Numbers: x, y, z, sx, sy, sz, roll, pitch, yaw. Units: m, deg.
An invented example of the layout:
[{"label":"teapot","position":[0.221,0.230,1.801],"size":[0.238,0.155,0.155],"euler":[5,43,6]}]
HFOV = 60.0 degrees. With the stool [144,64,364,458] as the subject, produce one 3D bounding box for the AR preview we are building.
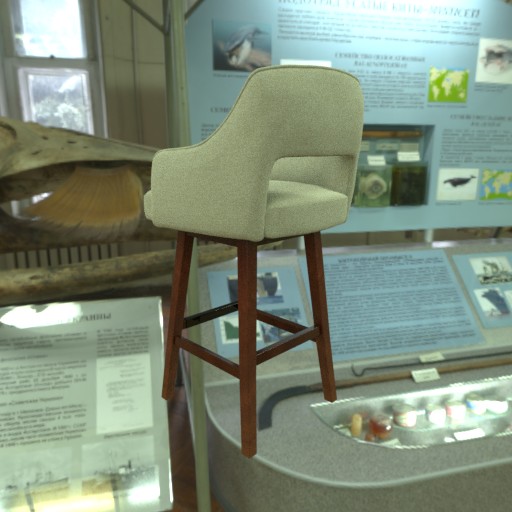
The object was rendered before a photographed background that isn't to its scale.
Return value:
[{"label":"stool","position":[0.000,0.000,1.391],"size":[0.550,1.041,0.560],"euler":[-14,19,-43]}]
